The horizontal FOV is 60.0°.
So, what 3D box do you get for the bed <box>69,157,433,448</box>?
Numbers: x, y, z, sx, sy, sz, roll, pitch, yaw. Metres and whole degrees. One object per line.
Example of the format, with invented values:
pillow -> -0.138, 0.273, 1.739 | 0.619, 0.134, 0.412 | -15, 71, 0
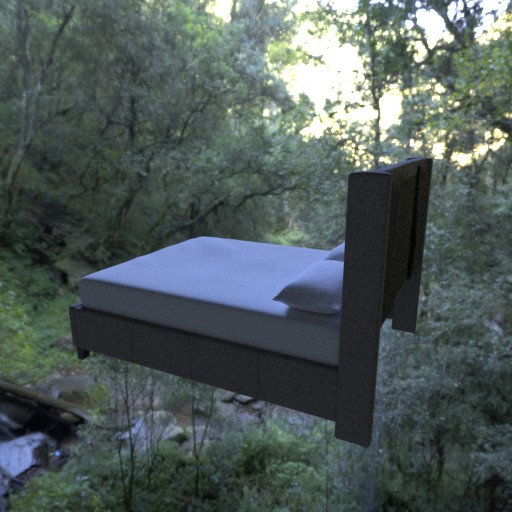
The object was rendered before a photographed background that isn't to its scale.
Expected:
bed -> 0.000, 0.000, 3.420 | 2.245, 1.476, 1.714 | 8, 17, 26
